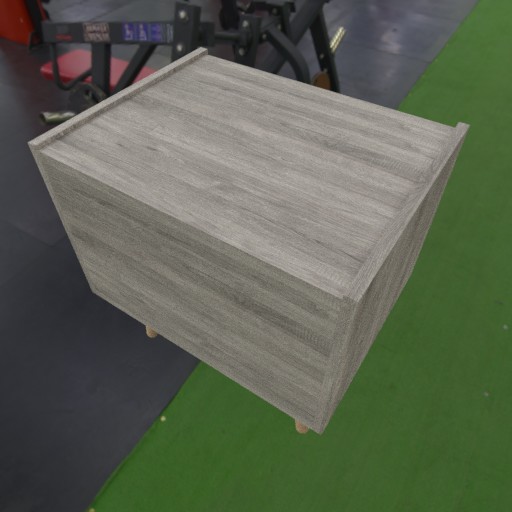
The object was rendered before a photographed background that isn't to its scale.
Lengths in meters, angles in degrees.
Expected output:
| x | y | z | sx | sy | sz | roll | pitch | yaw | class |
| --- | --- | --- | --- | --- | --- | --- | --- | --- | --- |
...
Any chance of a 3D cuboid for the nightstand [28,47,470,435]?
| x | y | z | sx | sy | sz | roll | pitch | yaw | class |
| --- | --- | --- | --- | --- | --- | --- | --- | --- | --- |
| 0.000 | 0.000 | 0.792 | 0.480 | 0.500 | 0.380 | 26 | 52 | 22 | nightstand |
